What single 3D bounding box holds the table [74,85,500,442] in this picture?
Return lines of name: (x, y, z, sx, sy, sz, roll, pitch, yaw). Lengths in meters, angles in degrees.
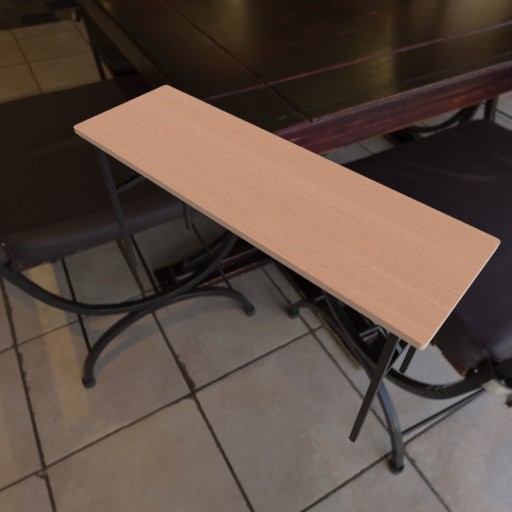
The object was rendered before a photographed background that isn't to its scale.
table: (0.000, 0.000, 1.686, 1.397, 0.750, 0.447, 33, 55, 27)
